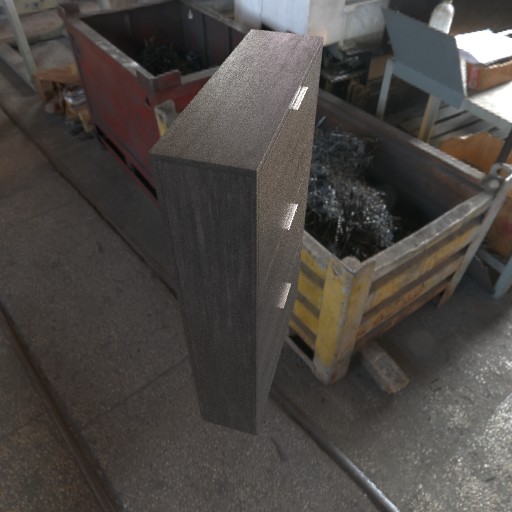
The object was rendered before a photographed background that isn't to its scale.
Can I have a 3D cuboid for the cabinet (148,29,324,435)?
[{"bbox_3d":[0.000,0.000,1.608,0.250,1.280,0.750,12,47,11],"label":"cabinet"}]
